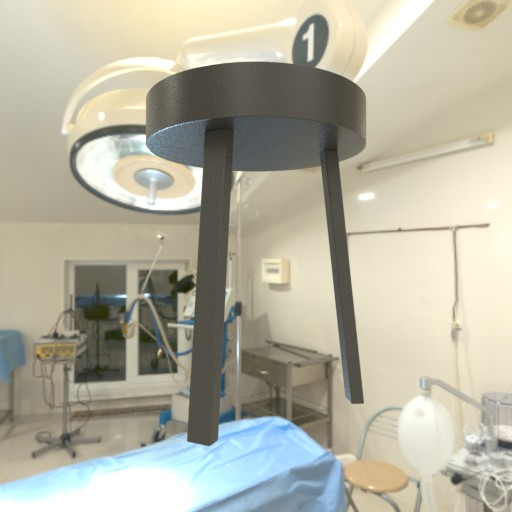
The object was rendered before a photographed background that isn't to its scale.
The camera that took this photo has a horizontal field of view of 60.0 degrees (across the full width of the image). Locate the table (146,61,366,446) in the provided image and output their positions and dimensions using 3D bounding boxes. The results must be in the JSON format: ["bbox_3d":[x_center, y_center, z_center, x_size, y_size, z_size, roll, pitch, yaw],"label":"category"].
[{"bbox_3d":[0.000,0.000,0.841,0.406,0.559,0.406,0,0,0],"label":"table"}]
